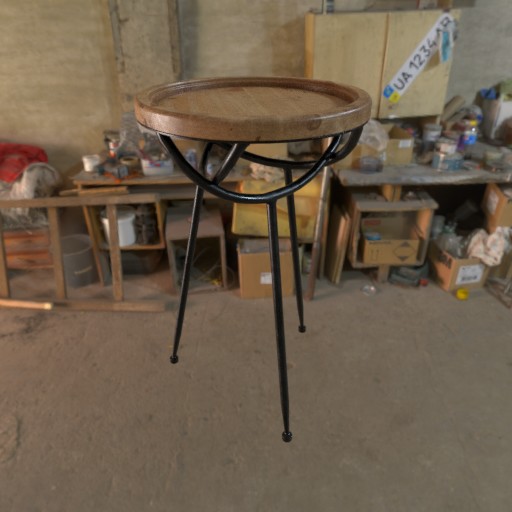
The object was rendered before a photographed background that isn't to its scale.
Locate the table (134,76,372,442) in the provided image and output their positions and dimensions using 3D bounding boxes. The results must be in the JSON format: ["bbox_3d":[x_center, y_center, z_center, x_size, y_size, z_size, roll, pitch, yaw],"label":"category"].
[{"bbox_3d":[0.000,0.000,0.944,0.418,0.664,0.414,-20,36,-31],"label":"table"}]
